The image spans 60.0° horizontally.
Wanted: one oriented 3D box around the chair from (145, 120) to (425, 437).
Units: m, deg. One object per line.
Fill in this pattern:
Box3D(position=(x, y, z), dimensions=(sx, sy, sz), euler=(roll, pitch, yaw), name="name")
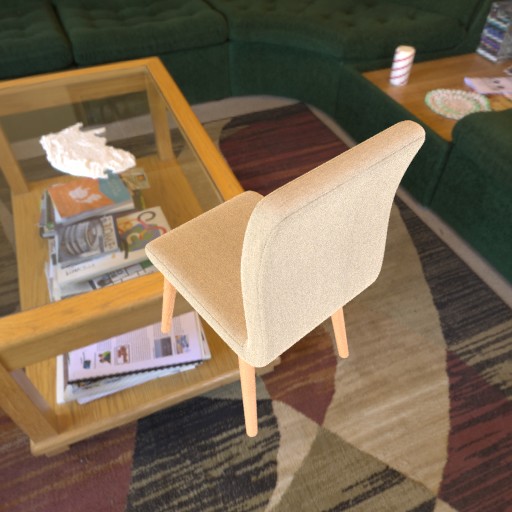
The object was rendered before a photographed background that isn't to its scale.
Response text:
Box3D(position=(0.000, 0.000, 1.192), dimensions=(0.435, 0.885, 0.550), euler=(-32, 54, -26), name="chair")
